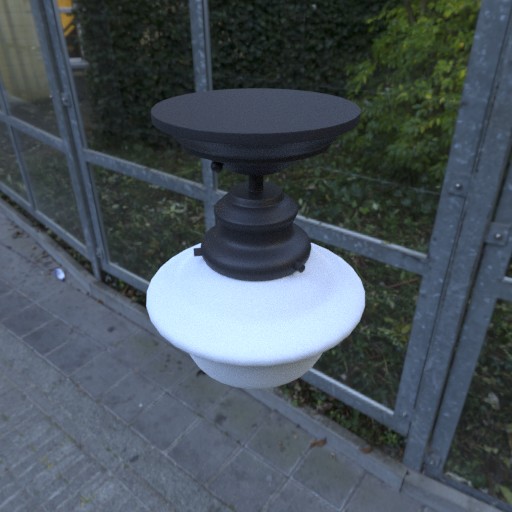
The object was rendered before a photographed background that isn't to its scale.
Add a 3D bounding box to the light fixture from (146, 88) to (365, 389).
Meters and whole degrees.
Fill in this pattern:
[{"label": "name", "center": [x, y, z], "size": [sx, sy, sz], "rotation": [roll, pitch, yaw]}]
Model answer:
[{"label": "light fixture", "center": [0.000, 0.000, 0.389], "size": [0.197, 0.254, 0.197], "rotation": [0, 30, 0]}]
